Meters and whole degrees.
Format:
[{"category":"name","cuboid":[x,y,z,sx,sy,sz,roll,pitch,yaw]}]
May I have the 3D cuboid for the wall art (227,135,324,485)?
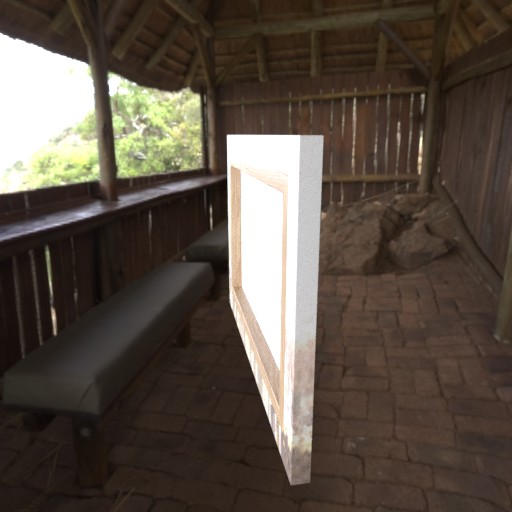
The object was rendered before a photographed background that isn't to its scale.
[{"category":"wall art","cuboid":[0.000,0.000,1.154,0.040,0.608,0.916,-3,16,-10]}]
